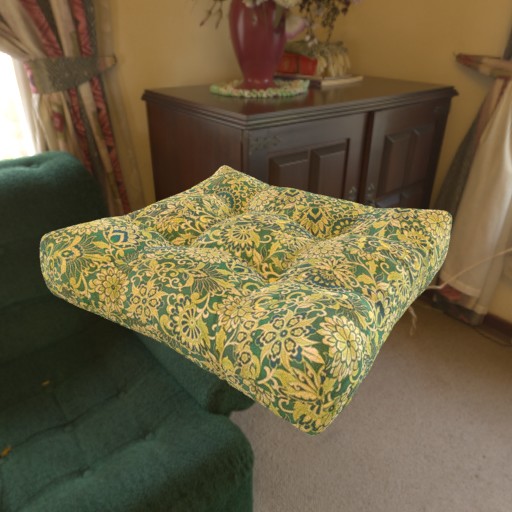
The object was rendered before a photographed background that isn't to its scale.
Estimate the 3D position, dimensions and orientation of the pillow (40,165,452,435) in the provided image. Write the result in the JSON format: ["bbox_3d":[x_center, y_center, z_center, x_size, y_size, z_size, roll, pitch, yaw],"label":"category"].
[{"bbox_3d":[0.000,0.000,0.704,0.490,0.128,0.468,18,32,31],"label":"pillow"}]
